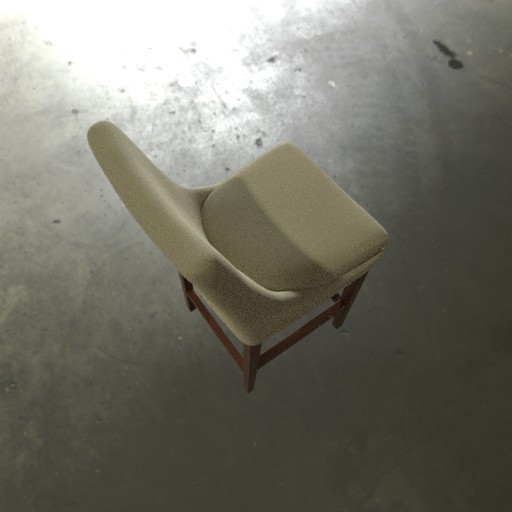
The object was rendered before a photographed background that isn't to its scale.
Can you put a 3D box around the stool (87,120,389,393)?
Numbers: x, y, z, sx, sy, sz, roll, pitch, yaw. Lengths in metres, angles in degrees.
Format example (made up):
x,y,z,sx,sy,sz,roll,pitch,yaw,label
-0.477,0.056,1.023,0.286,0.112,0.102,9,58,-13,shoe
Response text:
x,y,z,sx,sy,sz,roll,pitch,yaw,label
0.000,0.000,1.282,0.577,0.981,0.470,-32,64,-17,stool
